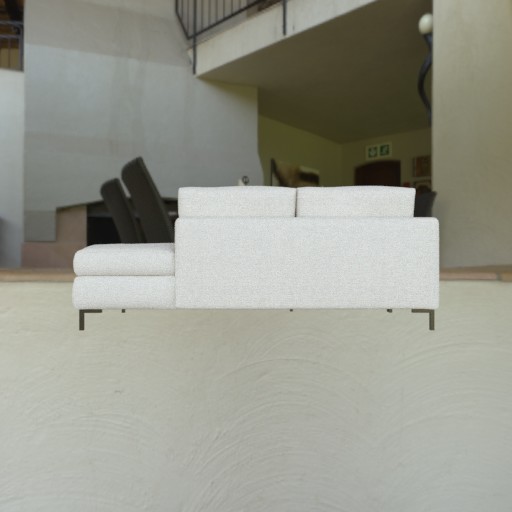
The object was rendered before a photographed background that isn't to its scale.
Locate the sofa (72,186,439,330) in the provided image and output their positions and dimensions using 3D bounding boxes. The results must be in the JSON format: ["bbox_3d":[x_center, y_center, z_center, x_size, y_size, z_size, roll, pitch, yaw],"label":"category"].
[{"bbox_3d":[0.000,0.000,3.848,2.007,0.815,2.949,0,0,0],"label":"sofa"}]
